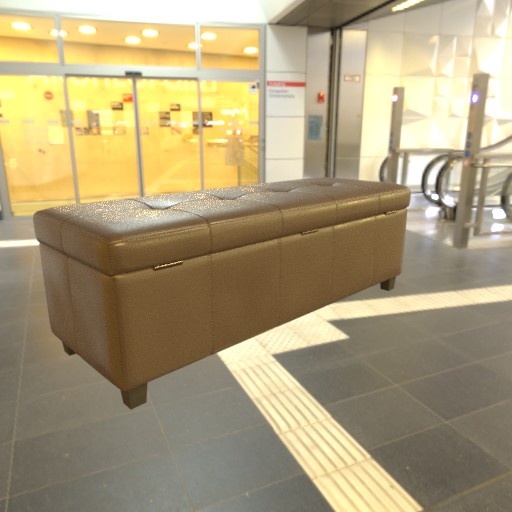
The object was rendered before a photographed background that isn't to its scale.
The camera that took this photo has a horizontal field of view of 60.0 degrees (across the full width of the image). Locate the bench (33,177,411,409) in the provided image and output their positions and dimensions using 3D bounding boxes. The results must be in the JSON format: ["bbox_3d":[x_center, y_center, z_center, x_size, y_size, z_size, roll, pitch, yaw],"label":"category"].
[{"bbox_3d":[0.000,0.000,1.451,1.219,0.417,0.450,-15,21,-42],"label":"bench"}]
